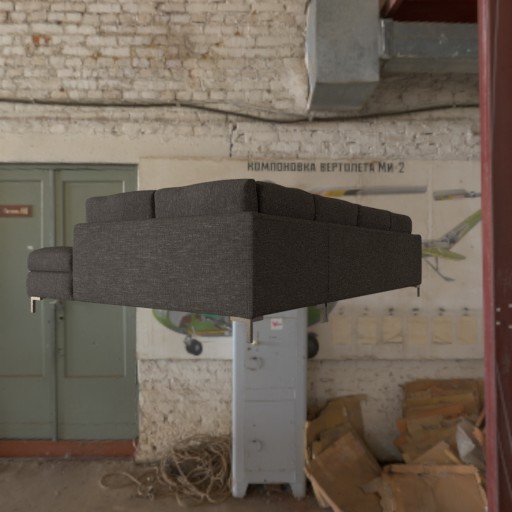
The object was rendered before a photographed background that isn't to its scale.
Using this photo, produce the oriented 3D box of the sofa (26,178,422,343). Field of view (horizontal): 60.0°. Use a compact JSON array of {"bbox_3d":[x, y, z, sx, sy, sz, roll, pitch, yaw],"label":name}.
[{"bbox_3d":[0.000,0.000,3.800,2.007,0.815,2.949,0,0,35],"label":"sofa"}]
